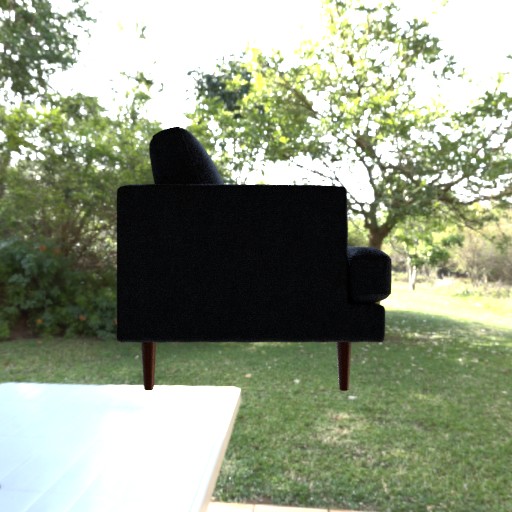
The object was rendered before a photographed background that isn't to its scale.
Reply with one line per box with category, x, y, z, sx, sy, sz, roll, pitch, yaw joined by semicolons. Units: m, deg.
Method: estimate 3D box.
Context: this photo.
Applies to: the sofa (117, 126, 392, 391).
sofa;0.000;0.000;2.197;0.903;0.944;1.582;0;0;0
